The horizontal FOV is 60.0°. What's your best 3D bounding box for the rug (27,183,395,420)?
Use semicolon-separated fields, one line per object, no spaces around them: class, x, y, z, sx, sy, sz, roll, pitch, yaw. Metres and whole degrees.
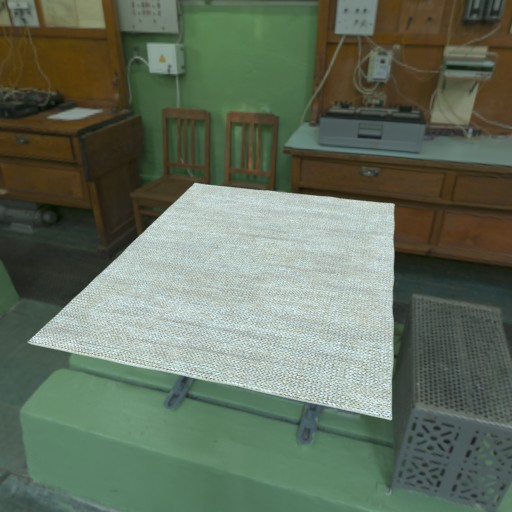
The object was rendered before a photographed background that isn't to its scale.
rug;0.000;0.000;4.021;2.429;0.030;3.052;8;32;13
